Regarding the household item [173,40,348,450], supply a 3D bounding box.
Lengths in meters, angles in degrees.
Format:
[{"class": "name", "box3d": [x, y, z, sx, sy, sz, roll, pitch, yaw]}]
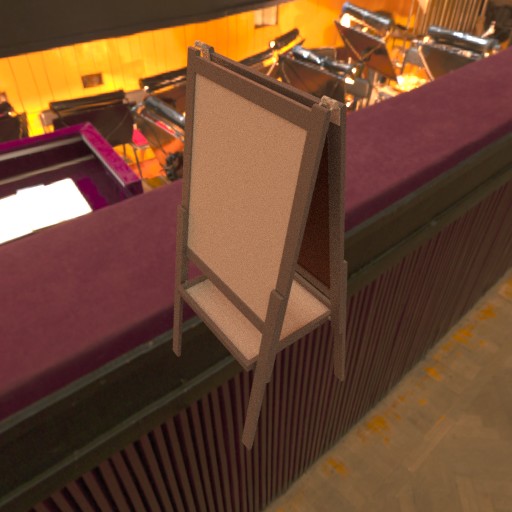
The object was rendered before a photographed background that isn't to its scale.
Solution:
[{"class": "household item", "box3d": [0.000, 0.000, 1.417, 0.469, 1.172, 0.531, -26, 47, -27]}]
